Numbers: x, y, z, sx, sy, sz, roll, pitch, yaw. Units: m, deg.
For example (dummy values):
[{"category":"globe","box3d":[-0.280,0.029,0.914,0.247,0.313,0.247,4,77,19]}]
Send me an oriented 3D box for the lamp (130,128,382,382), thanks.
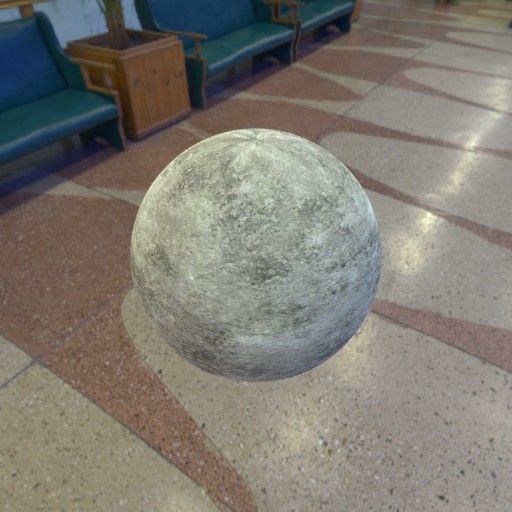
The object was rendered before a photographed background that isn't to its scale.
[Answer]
[{"category":"lamp","box3d":[0.000,0.000,0.773,0.422,0.429,0.422,0,39,0]}]
